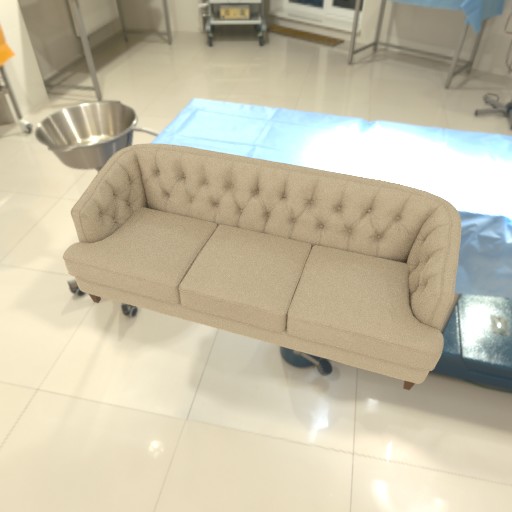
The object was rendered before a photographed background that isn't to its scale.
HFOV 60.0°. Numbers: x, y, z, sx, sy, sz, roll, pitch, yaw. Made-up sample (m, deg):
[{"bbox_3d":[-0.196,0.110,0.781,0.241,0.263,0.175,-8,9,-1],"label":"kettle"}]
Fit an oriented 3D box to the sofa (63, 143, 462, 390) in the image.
[{"bbox_3d":[0.000,0.000,2.813,2.278,0.855,0.941,13,43,14],"label":"sofa"}]
